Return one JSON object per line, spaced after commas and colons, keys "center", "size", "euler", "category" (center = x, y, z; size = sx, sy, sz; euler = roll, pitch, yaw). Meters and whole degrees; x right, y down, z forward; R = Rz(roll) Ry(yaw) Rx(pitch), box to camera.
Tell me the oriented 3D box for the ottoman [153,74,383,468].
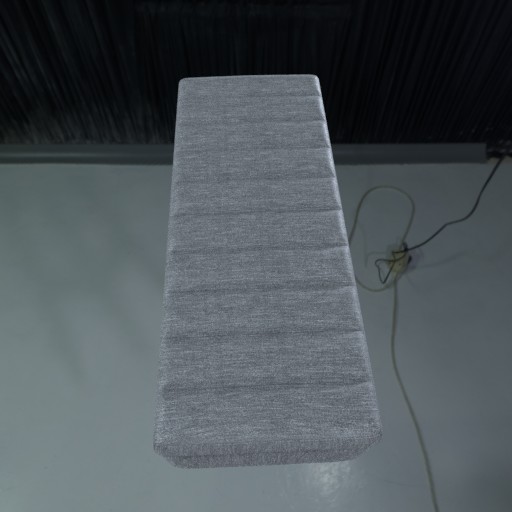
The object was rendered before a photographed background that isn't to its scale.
{"center": [0.000, 0.000, 1.353], "size": [0.482, 0.469, 1.151], "euler": [-2, 59, -1], "category": "ottoman"}
